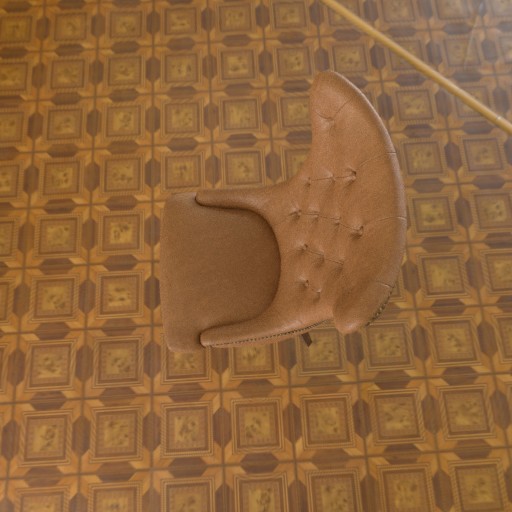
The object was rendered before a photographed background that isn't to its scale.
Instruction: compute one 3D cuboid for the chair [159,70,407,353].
[{"bbox_3d":[0.000,0.000,1.449,0.669,1.065,0.611,-4,75,-1],"label":"chair"}]
